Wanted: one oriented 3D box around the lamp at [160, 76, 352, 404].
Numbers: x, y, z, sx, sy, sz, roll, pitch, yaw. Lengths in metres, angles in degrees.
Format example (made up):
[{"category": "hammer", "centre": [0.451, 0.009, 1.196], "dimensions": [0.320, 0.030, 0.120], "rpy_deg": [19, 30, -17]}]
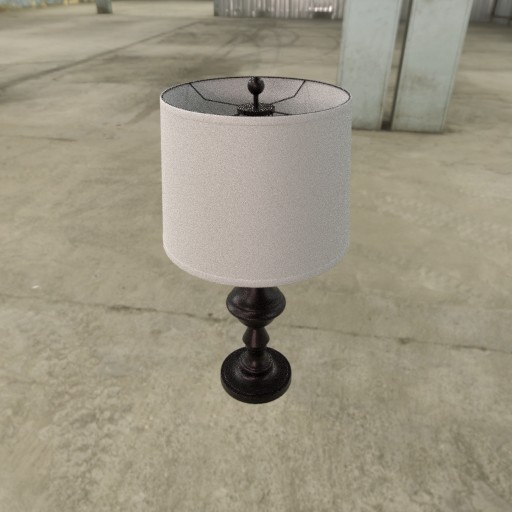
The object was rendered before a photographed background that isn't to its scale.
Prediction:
[{"category": "lamp", "centre": [0.000, 0.000, 0.955], "dimensions": [0.383, 0.726, 0.383], "rpy_deg": [0, 32, 0]}]
